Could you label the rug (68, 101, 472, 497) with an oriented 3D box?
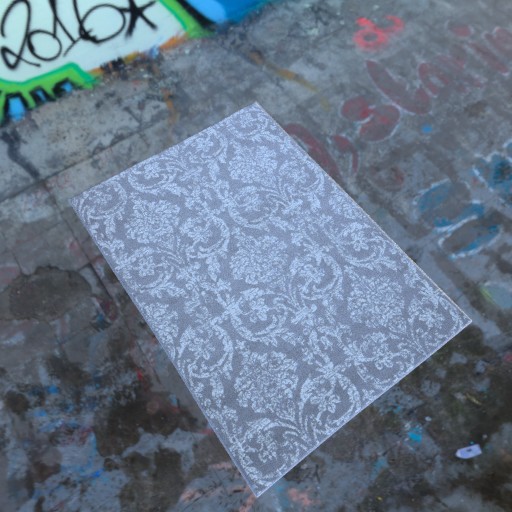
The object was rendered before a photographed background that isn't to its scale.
[{"bbox_3d":[0.000,0.000,2.829,1.578,0.014,2.206,-33,67,-15],"label":"rug"}]
